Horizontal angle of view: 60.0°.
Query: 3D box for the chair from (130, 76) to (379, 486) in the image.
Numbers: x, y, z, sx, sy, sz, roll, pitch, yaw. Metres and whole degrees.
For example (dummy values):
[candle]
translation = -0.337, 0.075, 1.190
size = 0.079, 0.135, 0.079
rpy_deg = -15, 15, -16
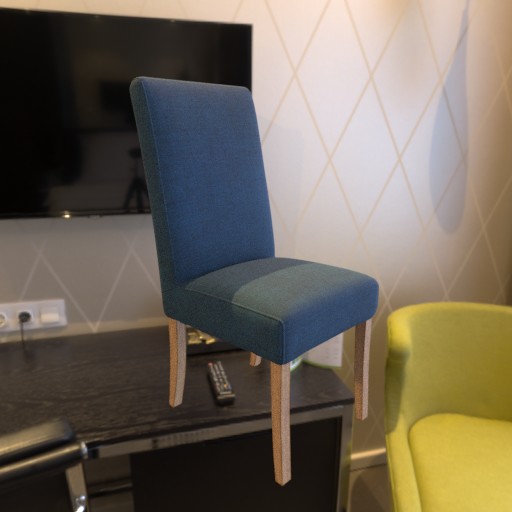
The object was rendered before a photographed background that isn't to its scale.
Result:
[chair]
translation = 0.000, 0.000, 1.348
size = 0.610, 1.029, 0.450
rpy_deg = 15, 21, 43
